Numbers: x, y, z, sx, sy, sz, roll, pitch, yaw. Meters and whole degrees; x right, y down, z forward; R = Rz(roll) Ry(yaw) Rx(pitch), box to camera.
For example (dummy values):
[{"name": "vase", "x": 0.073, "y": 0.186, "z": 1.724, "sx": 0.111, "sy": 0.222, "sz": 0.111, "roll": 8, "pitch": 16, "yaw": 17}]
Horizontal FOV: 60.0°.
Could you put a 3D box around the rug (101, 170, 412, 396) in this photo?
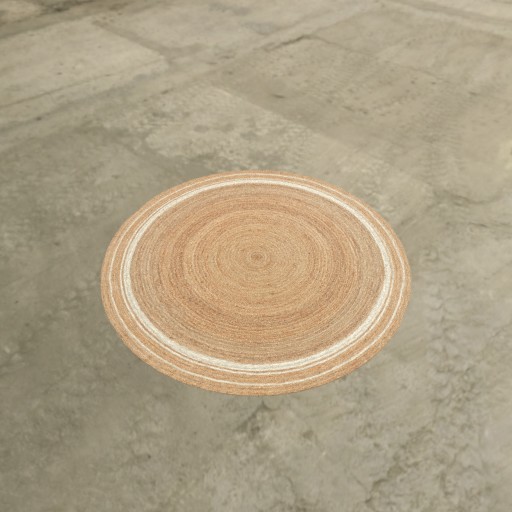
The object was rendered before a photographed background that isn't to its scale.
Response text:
[{"name": "rug", "x": 0.000, "y": 0.000, "z": 3.593, "sx": 2.444, "sy": 0.015, "sz": 2.444, "roll": 0, "pitch": 45, "yaw": 0}]
